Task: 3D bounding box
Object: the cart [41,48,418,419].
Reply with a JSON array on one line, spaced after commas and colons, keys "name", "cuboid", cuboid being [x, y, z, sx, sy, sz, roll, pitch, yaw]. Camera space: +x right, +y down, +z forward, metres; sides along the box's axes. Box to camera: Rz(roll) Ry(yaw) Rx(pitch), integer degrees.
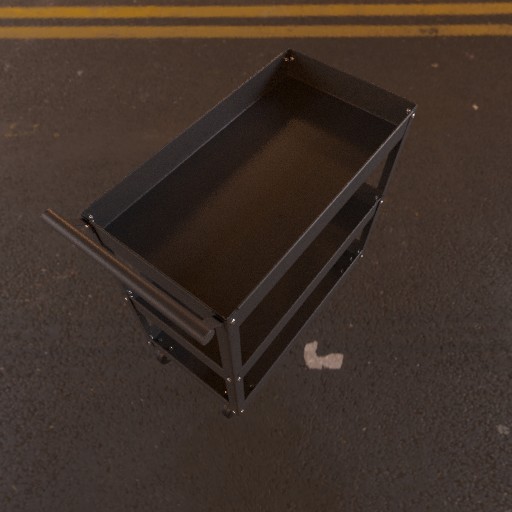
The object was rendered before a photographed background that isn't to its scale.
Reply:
[{"name": "cart", "cuboid": [0.000, 0.000, 1.163, 0.366, 0.780, 0.719, 33, 63, 20]}]
